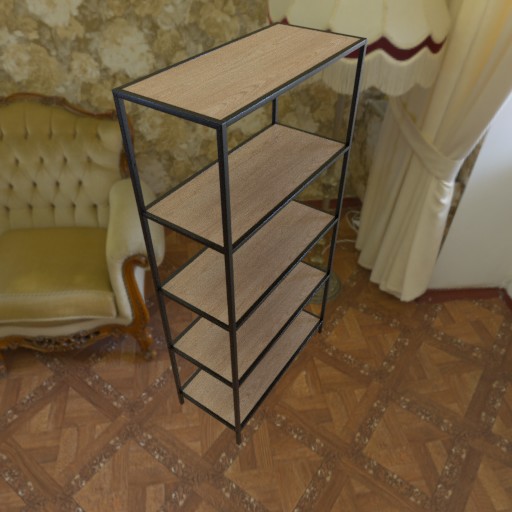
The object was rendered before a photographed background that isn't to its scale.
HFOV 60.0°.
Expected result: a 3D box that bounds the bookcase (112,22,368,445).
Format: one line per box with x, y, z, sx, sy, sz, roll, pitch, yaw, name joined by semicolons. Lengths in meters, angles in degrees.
0.000;0.000;1.770;0.350;1.500;0.770;25;47;25;bookcase
